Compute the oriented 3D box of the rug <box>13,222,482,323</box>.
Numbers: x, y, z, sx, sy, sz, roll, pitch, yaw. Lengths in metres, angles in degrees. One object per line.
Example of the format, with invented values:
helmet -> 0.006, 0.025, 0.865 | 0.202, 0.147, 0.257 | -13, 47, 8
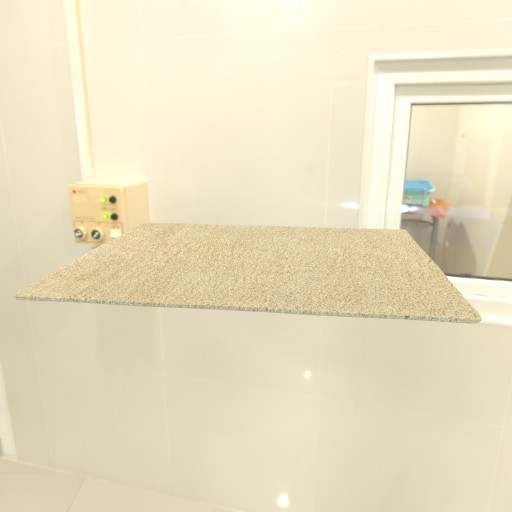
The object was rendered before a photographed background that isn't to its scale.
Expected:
rug -> 0.000, 0.000, 3.900 | 3.001, 0.025, 2.401 | 2, 16, 7
